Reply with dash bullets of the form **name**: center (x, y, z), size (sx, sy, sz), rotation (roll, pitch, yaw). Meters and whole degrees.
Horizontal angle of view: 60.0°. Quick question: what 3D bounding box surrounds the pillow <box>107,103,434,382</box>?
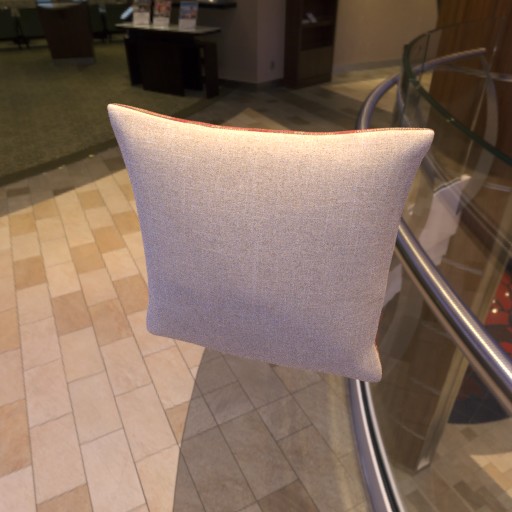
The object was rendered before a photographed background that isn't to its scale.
- **pillow**: center (0.000, 0.000, 0.796), size (0.511, 0.503, 0.182), rotation (9, 34, 14)
